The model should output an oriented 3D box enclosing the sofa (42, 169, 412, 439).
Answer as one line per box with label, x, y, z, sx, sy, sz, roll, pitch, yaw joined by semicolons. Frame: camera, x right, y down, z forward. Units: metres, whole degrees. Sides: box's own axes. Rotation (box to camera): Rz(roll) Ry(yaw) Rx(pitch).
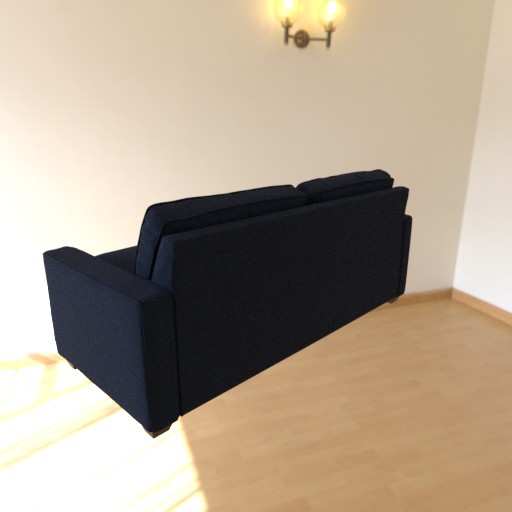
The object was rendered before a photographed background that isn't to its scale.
sofa;0.000;0.000;2.569;0.940;0.919;2.080;16;24;42
